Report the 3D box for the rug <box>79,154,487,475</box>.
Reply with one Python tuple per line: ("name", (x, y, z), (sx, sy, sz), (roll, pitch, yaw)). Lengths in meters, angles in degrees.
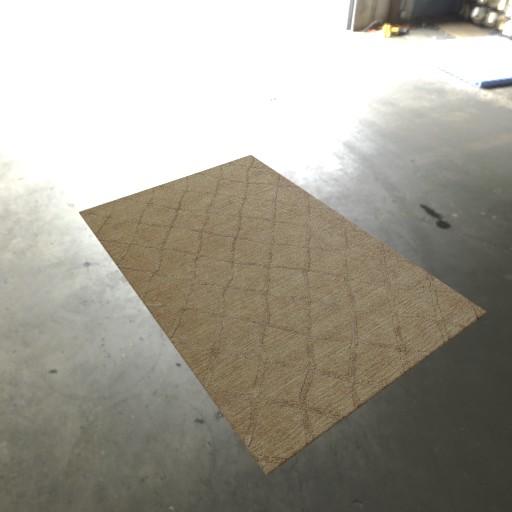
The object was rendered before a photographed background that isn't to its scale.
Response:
("rug", (0.000, 0.000, 2.845), (1.528, 0.014, 2.292), (-25, 46, -26))
